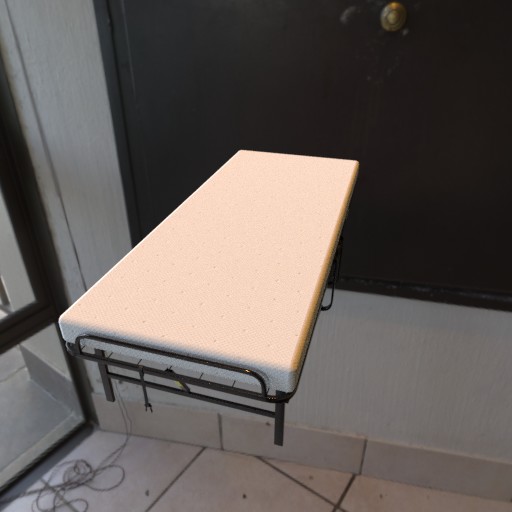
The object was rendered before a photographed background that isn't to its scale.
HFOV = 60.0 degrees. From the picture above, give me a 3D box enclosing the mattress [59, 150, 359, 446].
[{"bbox_3d":[0.000,0.000,2.475,0.922,0.519,2.153,9,32,14],"label":"mattress"}]
